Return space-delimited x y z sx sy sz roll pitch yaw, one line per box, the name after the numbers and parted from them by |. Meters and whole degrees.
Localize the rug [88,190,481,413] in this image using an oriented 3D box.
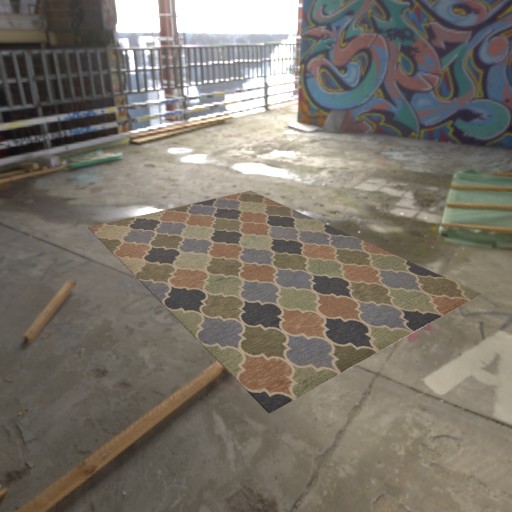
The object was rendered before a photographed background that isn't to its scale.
0.000 0.000 2.368 1.216 0.006 1.828 -18 32 -31 | rug
